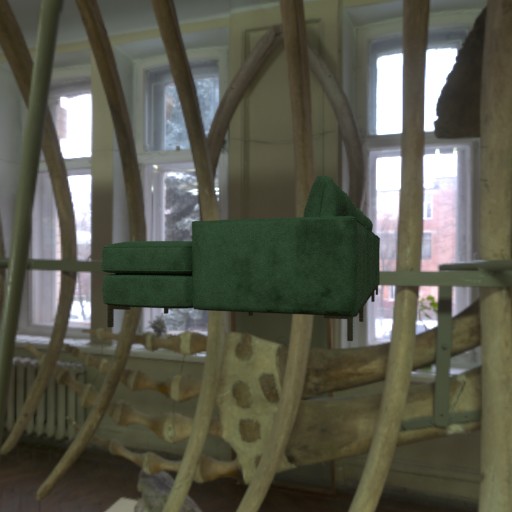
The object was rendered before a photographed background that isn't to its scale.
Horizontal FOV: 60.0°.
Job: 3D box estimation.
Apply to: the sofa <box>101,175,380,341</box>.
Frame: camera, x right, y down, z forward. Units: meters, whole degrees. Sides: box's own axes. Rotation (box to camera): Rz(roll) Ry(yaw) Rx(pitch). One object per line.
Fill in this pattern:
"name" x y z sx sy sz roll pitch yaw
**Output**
"sofa" 0.000 0.000 3.877 1.992 0.861 2.994 0 0 18
